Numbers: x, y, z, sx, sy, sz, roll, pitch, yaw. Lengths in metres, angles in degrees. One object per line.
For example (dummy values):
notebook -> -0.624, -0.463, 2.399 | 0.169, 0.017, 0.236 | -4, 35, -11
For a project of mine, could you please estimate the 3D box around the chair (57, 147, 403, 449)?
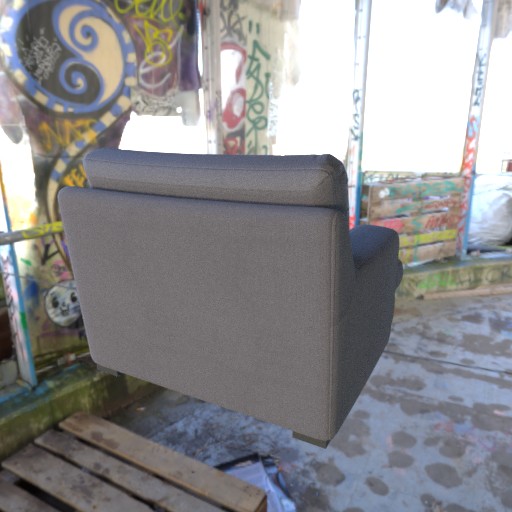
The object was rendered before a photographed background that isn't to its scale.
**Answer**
chair -> 0.000, 0.000, 1.959 | 1.168, 0.940, 1.143 | 9, 18, 27
